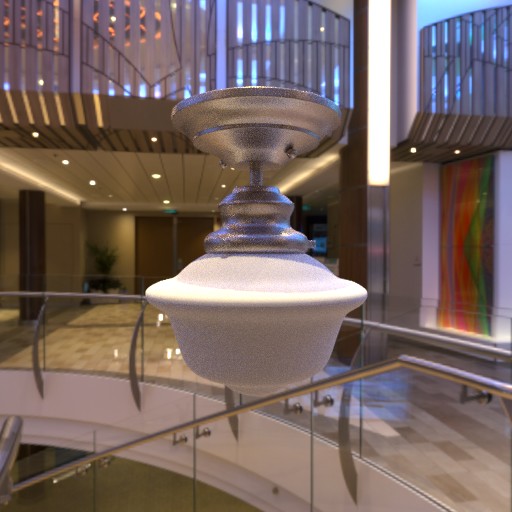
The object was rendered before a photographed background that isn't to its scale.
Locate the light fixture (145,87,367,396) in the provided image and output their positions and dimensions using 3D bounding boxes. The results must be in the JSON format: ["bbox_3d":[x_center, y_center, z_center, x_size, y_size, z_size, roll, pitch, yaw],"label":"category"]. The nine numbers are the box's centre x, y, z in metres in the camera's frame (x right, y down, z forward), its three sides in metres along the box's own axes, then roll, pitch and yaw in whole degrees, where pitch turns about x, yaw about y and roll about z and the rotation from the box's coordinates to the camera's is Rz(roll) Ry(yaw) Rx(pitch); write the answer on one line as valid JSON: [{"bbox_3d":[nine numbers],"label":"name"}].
[{"bbox_3d":[0.000,0.000,0.407,0.199,0.254,0.199,0,0,0],"label":"light fixture"}]
